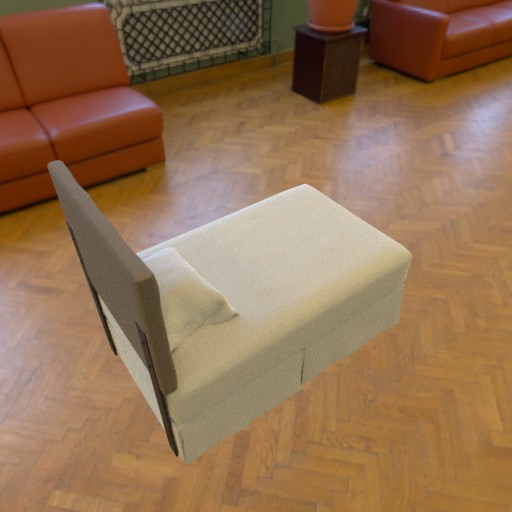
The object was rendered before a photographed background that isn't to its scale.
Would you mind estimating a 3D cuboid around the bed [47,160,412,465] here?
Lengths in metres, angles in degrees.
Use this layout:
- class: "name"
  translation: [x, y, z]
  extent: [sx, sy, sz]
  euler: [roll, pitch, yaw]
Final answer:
- class: "bed"
  translation: [0.000, 0.000, 2.986]
  extent: [1.997, 1.571, 1.261]
  euler: [-26, 48, -26]
